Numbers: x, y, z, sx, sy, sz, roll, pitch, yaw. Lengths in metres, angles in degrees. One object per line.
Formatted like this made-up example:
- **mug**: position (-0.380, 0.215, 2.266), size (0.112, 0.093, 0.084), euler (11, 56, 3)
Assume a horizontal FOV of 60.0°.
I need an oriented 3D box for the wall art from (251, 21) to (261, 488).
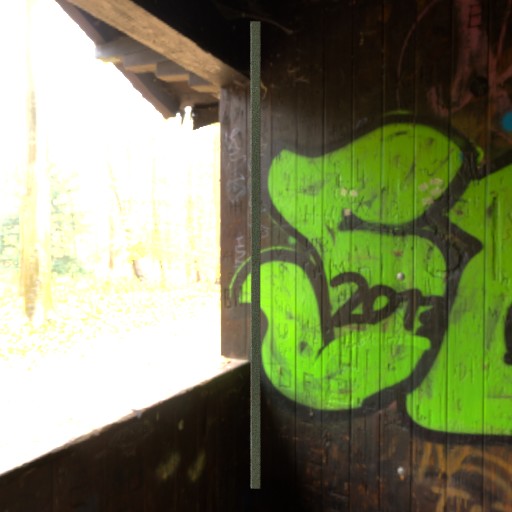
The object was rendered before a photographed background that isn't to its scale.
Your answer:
- **wall art**: position (0.000, 0.000, 1.321), size (0.025, 1.219, 0.329), euler (0, 1, 0)
